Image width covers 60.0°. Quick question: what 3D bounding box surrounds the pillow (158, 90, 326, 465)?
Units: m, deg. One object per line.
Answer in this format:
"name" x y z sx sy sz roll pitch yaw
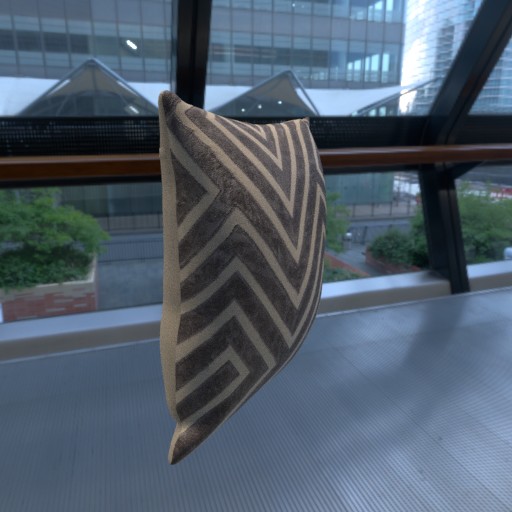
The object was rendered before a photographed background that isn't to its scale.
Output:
"pillow" 0.000 0.000 0.679 0.182 0.441 0.440 7 16 26
